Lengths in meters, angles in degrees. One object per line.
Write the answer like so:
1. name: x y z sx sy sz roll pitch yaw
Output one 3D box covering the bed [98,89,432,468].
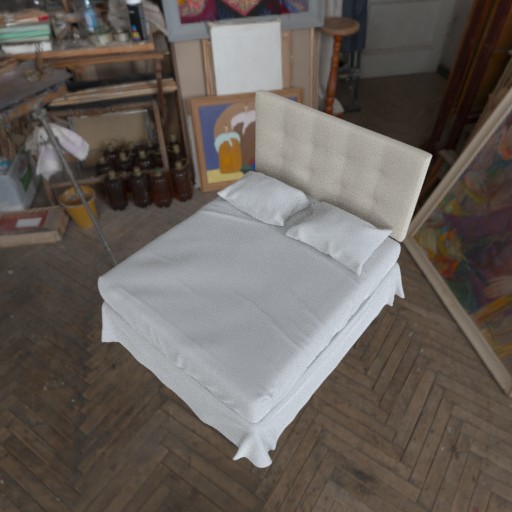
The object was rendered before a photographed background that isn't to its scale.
1. bed: 0.000 0.000 3.569 1.936 1.577 2.222 31 53 27
